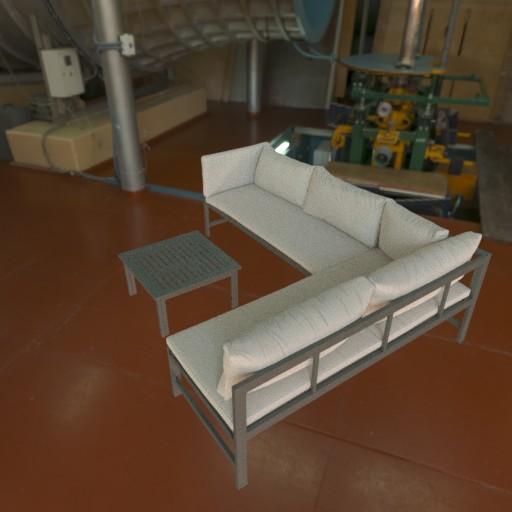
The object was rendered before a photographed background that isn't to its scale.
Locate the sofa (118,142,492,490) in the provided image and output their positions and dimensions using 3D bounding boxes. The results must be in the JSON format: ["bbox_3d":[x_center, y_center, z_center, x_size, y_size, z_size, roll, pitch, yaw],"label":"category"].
[{"bbox_3d":[0.000,0.000,2.863,1.658,0.758,2.096,-20,37,-29],"label":"sofa"}]
